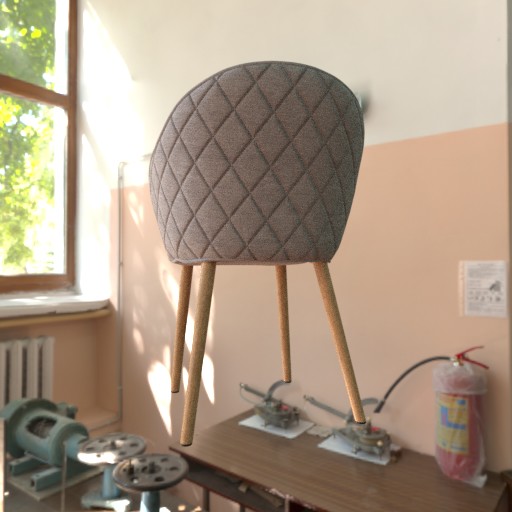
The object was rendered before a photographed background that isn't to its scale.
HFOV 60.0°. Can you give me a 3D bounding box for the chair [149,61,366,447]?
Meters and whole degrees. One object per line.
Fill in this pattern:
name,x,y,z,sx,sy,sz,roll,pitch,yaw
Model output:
chair,0.000,0.000,1.162,0.540,0.800,0.530,0,-1,-18
